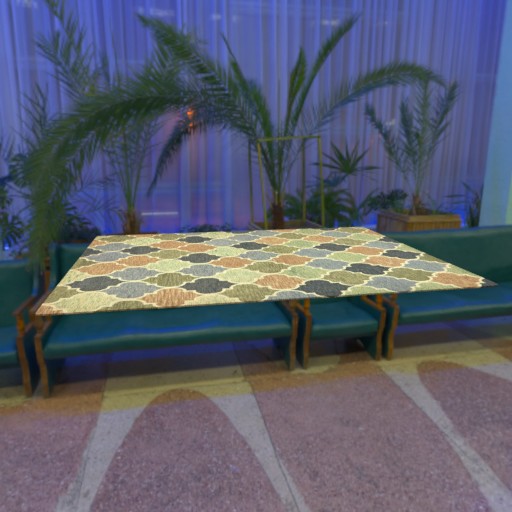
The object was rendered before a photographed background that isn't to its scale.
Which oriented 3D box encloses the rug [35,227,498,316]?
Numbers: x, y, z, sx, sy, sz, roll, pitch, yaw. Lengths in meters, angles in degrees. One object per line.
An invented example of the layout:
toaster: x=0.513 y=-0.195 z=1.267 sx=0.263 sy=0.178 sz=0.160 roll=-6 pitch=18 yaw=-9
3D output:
rug: x=0.000 y=0.000 z=4.136 sx=3.200 sy=0.013 sz=2.439 roll=-3 pitch=14 yaw=-10
